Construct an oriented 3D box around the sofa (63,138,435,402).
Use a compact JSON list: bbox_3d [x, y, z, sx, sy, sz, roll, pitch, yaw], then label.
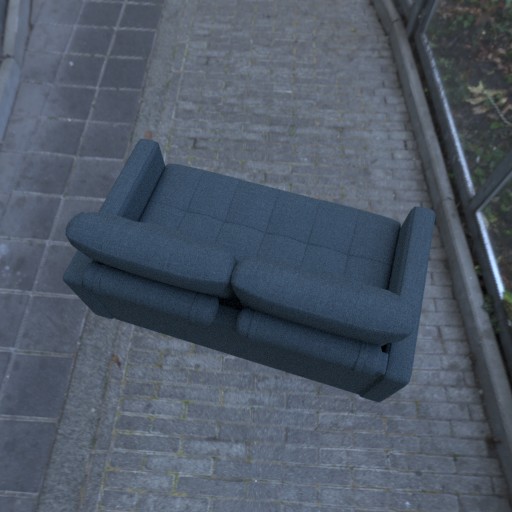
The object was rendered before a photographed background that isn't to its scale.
[{"bbox_3d":[0.000,0.000,1.955,1.407,0.907,0.842,15,64,8],"label":"sofa"}]
